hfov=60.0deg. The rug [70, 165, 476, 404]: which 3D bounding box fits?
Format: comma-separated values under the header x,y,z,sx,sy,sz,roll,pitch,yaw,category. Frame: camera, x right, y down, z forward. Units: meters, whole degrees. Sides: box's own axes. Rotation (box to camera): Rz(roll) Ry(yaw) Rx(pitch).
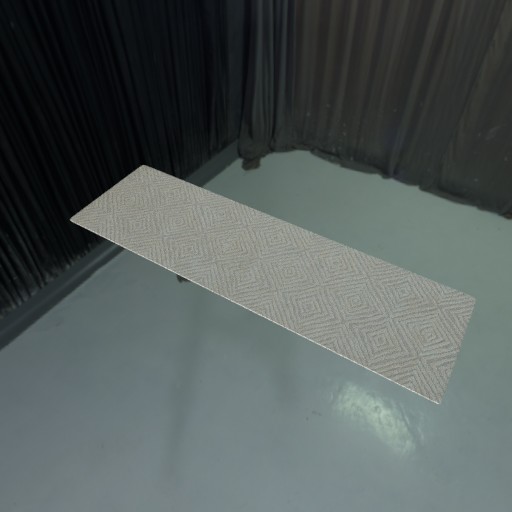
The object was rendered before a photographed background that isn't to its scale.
x,y,z,sx,sy,sz,roll,pitch,yaw,category
0.000,0.000,2.516,2.277,0.008,0.676,24,51,21,rug
